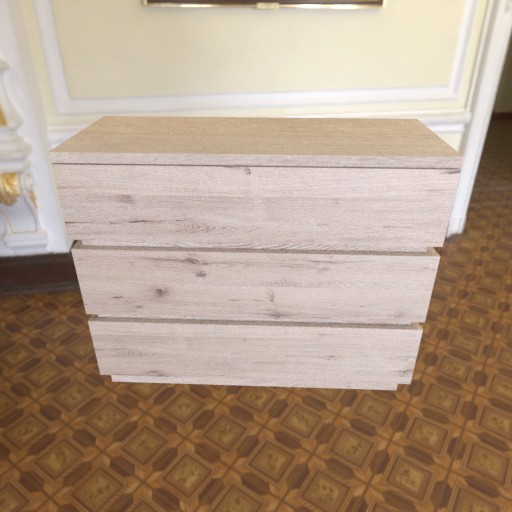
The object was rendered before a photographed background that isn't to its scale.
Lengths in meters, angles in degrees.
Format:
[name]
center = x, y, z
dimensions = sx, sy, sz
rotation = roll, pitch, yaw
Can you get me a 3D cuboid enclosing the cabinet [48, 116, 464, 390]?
[cabinet]
center = 0.000, 0.000, 1.491
dimensions = 1.040, 0.820, 0.420
rotation = 1, 30, 2
